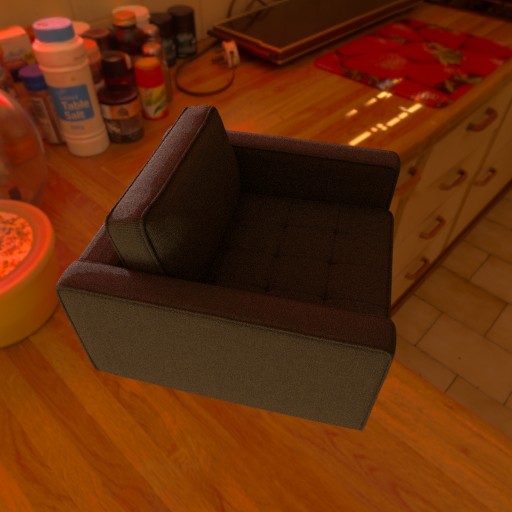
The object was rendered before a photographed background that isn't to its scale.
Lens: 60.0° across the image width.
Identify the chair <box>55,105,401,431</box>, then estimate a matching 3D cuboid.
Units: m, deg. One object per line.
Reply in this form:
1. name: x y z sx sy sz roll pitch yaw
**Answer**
1. chair: 0.000 0.000 1.546 0.919 0.770 0.899 10 47 9
